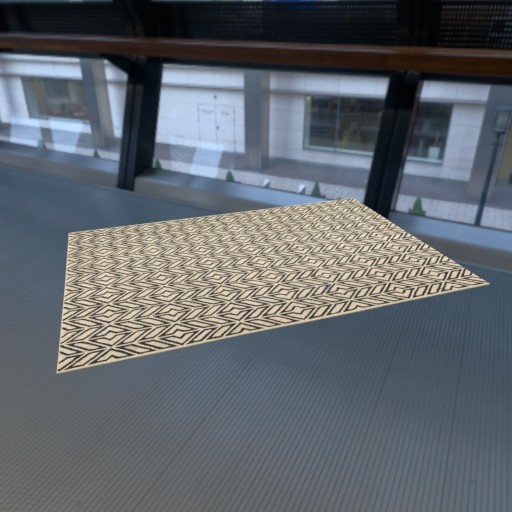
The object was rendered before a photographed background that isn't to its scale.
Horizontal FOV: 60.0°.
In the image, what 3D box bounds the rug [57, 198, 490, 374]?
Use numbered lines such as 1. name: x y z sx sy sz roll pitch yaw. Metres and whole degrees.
1. rug: 0.000 0.000 2.262 1.828 0.007 1.220 -9 28 -17
